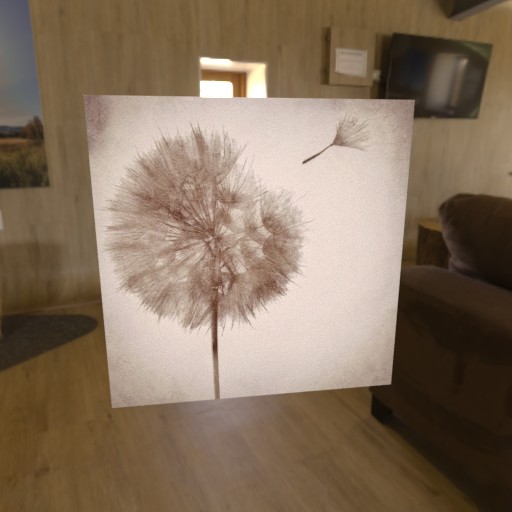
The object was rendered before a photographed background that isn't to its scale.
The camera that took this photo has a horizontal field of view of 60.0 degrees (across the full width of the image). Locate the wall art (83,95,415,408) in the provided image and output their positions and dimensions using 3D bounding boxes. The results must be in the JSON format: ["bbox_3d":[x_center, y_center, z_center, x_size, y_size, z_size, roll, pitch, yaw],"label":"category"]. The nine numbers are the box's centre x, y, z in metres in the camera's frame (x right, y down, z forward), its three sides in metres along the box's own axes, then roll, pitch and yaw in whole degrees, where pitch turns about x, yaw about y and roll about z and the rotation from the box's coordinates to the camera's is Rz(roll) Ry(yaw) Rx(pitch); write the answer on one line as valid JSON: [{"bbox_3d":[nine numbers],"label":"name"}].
[{"bbox_3d":[0.000,0.000,0.452,0.303,0.303,0.028,-2,15,-8],"label":"wall art"}]
